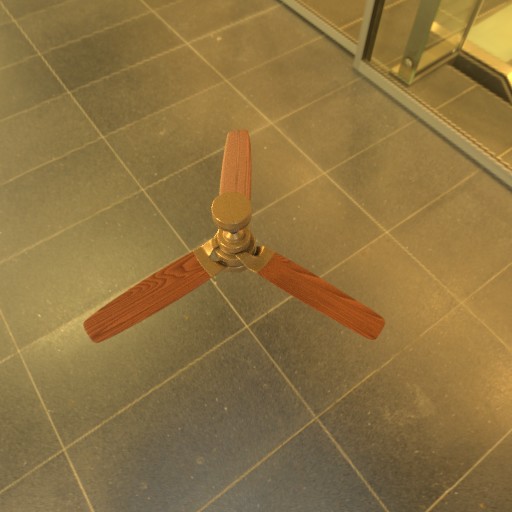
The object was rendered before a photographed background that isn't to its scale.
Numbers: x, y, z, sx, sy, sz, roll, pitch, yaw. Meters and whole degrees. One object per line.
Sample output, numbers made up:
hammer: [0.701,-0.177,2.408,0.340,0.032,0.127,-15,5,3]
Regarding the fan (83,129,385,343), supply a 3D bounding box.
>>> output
fan: [0.000,0.000,2.024,1.271,0.425,1.416,30,63,17]
